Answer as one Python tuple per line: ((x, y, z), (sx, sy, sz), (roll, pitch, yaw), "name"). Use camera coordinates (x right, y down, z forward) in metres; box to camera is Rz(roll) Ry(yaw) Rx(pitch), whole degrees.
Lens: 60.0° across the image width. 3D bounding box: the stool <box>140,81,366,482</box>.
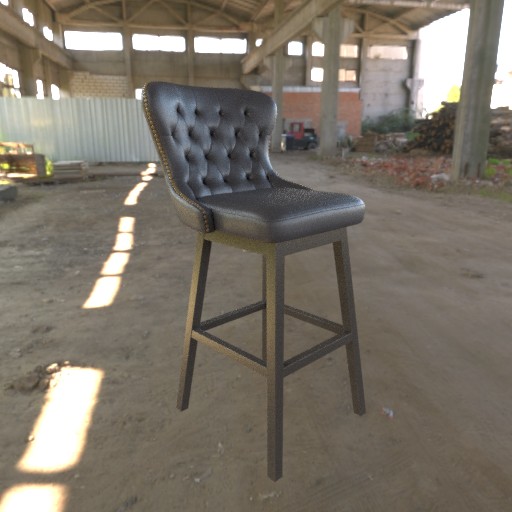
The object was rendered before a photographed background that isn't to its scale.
((0.000, 0.000, 1.399), (0.528, 1.050, 0.601), (-14, 21, -42), "stool")
